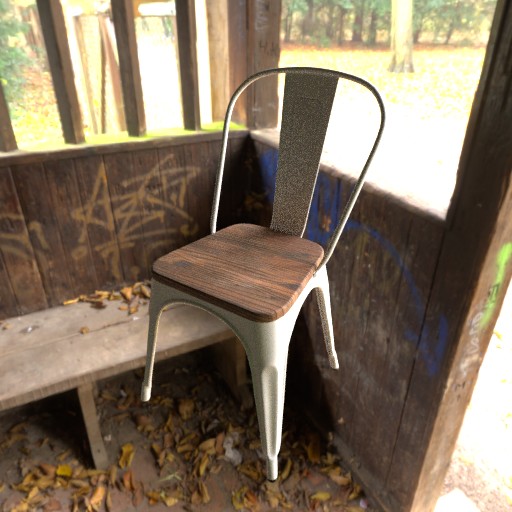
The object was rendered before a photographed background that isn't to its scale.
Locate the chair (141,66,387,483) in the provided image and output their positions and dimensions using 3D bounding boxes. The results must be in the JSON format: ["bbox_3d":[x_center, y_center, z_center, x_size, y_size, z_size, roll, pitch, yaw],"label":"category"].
[{"bbox_3d":[0.000,0.000,1.134,0.452,0.851,0.521,18,34,29],"label":"chair"}]
